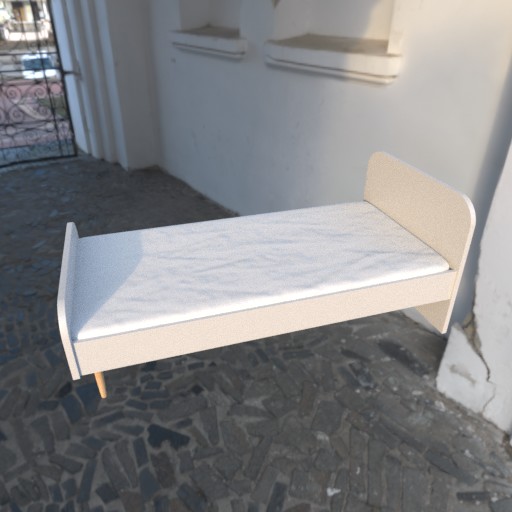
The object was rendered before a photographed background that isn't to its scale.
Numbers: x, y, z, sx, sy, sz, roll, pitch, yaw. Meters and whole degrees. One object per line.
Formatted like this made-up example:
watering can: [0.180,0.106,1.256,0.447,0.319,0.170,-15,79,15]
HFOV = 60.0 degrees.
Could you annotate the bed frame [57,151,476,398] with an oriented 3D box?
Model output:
bed frame: [0.000,0.000,2.488,1.963,0.805,0.998,-9,31,-15]
